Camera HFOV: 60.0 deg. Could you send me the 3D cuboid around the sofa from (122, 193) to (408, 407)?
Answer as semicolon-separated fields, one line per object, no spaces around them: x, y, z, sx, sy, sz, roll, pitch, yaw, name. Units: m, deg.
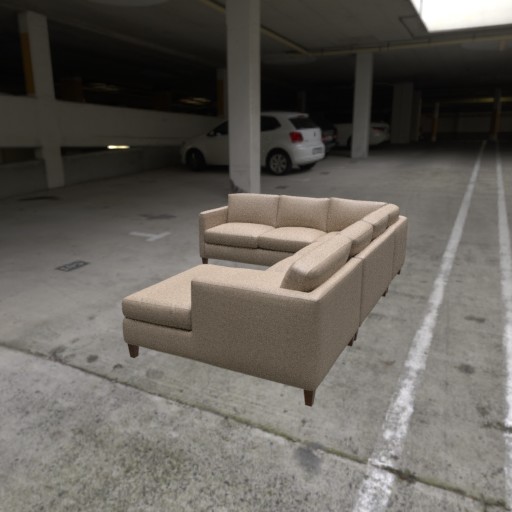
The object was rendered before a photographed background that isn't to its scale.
0.000;0.000;4.714;2.594;0.961;3.460;7;16;26;sofa
